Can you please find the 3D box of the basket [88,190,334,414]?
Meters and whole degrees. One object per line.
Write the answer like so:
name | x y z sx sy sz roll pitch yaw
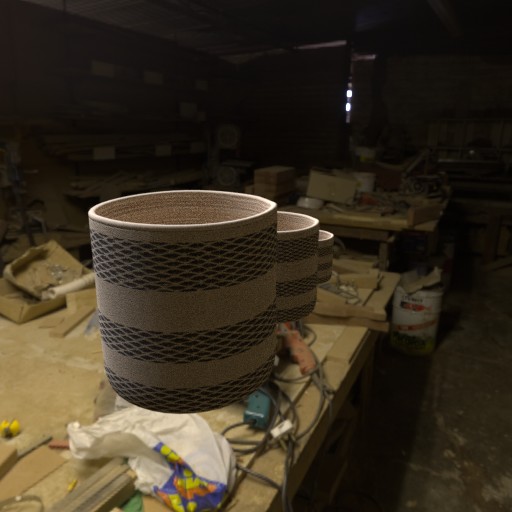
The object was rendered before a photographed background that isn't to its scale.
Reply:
basket | 0.000 0.000 1.126 0.351 0.356 0.917 8 18 27
